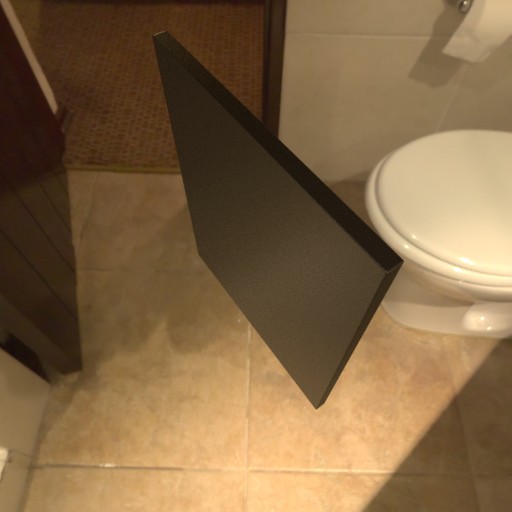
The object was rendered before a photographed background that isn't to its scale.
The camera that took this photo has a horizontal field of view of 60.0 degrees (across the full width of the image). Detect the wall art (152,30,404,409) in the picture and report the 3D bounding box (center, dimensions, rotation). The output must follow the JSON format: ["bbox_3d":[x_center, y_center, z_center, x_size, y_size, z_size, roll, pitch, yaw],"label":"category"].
[{"bbox_3d":[0.000,0.000,1.578,0.053,1.194,0.950,-31,64,-18],"label":"wall art"}]
